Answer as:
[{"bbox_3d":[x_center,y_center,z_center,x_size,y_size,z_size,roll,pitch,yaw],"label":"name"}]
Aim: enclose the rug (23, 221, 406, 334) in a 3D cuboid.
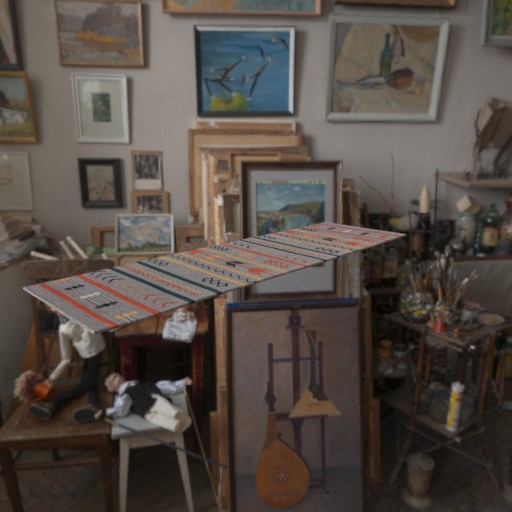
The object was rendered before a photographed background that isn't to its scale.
[{"bbox_3d":[0.000,0.000,2.696,0.744,0.022,2.419,14,20,43],"label":"rug"}]
